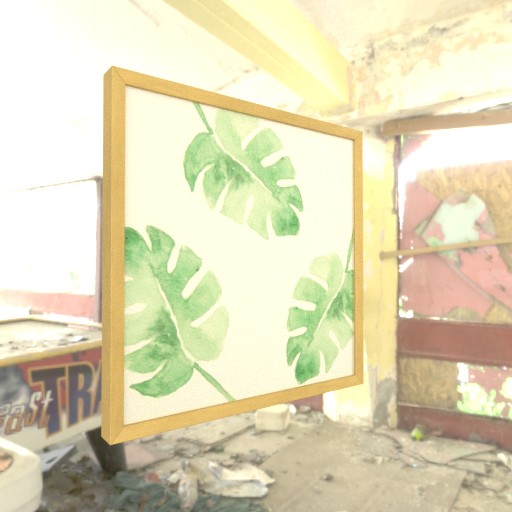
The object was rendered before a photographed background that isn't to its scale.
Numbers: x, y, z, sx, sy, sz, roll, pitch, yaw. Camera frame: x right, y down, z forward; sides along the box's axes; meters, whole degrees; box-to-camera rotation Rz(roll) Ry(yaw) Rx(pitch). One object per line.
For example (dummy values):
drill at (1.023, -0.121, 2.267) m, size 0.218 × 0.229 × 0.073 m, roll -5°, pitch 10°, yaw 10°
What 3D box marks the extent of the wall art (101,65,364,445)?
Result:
wall art at (0.000, 0.000, 0.757) m, size 0.508 × 0.508 × 0.038 m, roll 1°, pitch -1°, yaw -36°
